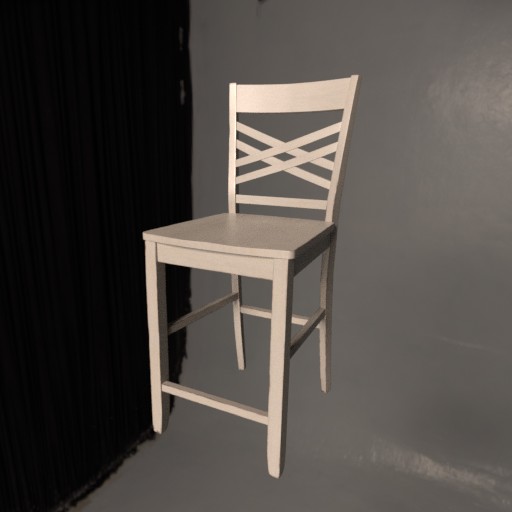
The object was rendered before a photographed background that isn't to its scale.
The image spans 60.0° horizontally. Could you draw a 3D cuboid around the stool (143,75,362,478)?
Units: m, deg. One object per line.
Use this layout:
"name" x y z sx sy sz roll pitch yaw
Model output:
"stool" 0.000 0.000 1.377 0.462 1.079 0.539 8 17 27
